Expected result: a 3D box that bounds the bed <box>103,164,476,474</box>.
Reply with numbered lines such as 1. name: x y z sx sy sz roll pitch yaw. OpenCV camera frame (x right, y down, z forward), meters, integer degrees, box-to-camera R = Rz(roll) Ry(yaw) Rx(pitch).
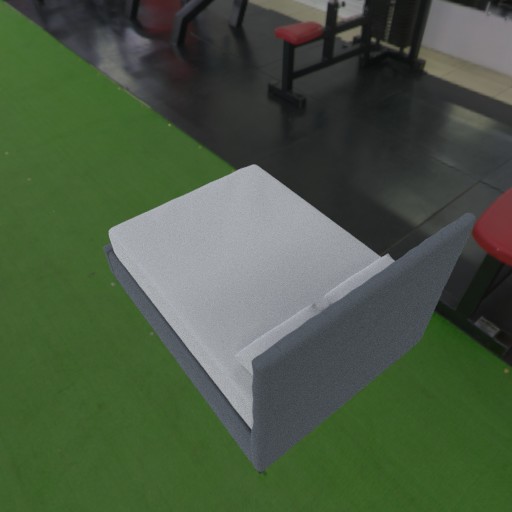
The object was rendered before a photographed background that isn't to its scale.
1. bed: 0.000 0.000 3.418 1.698 1.427 2.231 -29 53 -25
